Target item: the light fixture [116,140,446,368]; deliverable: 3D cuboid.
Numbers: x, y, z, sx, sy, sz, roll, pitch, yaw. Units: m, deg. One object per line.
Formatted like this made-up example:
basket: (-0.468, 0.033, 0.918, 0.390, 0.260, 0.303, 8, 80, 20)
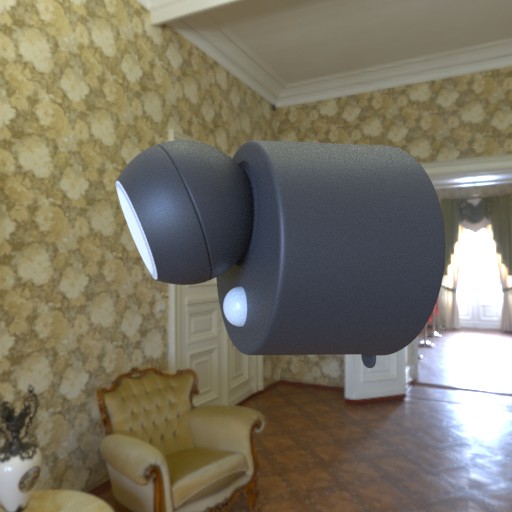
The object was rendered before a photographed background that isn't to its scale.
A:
light fixture: (0.000, 0.000, 0.264, 0.160, 0.143, 0.134, 1, -2, -19)
